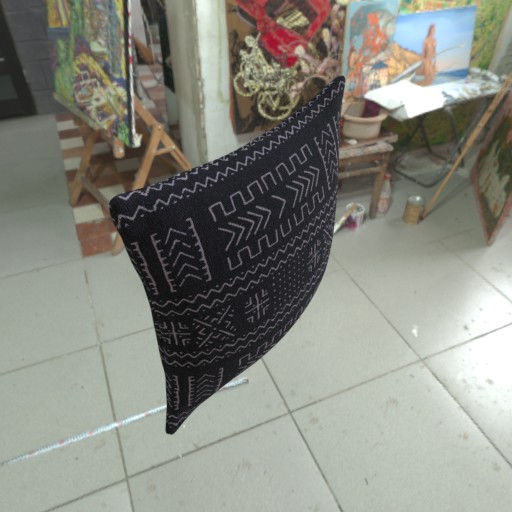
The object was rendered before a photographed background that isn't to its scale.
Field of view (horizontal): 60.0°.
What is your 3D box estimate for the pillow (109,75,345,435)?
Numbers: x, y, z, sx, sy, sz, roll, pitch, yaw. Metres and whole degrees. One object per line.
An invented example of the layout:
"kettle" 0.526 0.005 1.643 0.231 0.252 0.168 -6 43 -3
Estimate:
"pillow" 0.000 0.000 0.667 0.164 0.430 0.438 27 48 27
